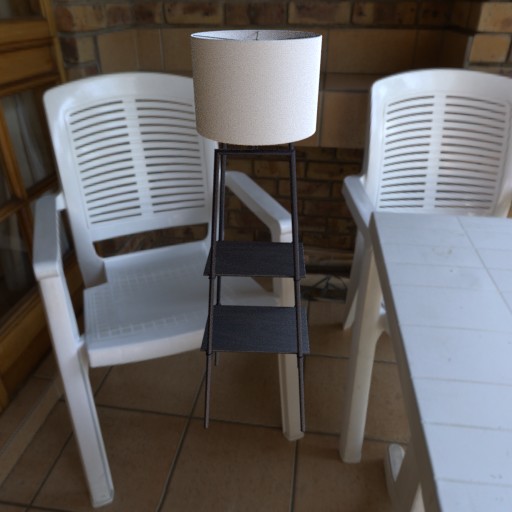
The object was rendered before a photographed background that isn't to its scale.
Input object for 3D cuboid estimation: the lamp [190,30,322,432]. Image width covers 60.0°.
[{"bbox_3d":[0.000,0.000,1.645,0.427,1.474,0.384,1,31,2],"label":"lamp"}]
